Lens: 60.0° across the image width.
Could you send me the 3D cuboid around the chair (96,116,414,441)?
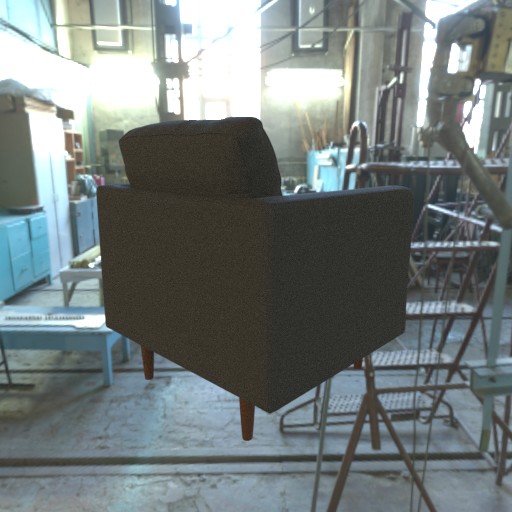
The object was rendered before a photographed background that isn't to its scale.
[{"bbox_3d":[0.000,0.000,1.615,0.854,0.927,0.800,12,18,42],"label":"chair"}]
